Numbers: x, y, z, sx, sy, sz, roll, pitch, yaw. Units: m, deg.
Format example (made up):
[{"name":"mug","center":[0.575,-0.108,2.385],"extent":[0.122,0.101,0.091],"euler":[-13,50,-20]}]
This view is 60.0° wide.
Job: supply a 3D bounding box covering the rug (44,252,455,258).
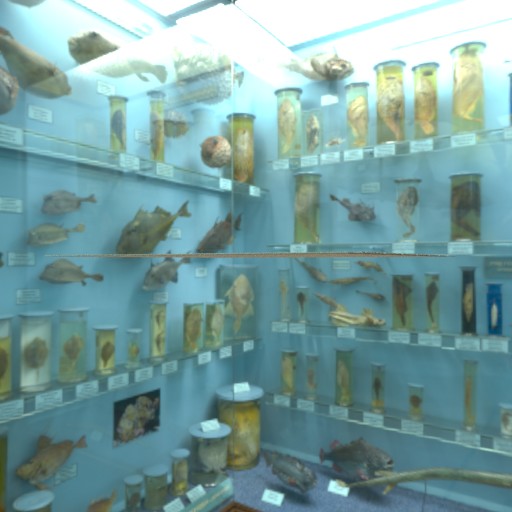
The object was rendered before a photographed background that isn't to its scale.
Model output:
[{"name":"rug","center":[0.000,0.000,4.167],"extent":[3.043,0.013,2.444],"euler":[0,-1,35]}]
